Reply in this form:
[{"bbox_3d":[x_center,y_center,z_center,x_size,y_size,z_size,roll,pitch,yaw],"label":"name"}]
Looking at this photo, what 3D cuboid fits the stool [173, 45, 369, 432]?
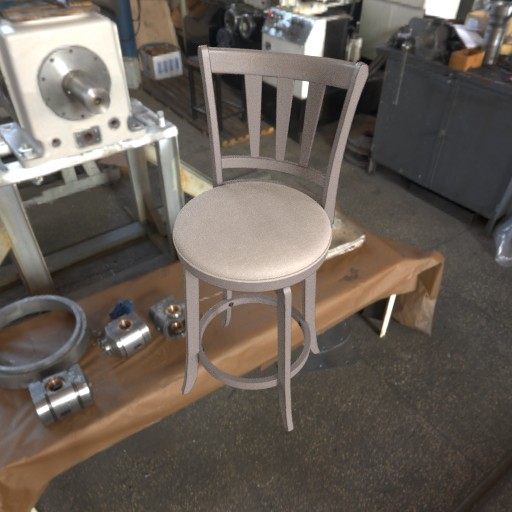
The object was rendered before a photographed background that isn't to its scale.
[{"bbox_3d":[0.000,0.000,1.278,0.436,1.023,0.475,14,41,16],"label":"stool"}]
